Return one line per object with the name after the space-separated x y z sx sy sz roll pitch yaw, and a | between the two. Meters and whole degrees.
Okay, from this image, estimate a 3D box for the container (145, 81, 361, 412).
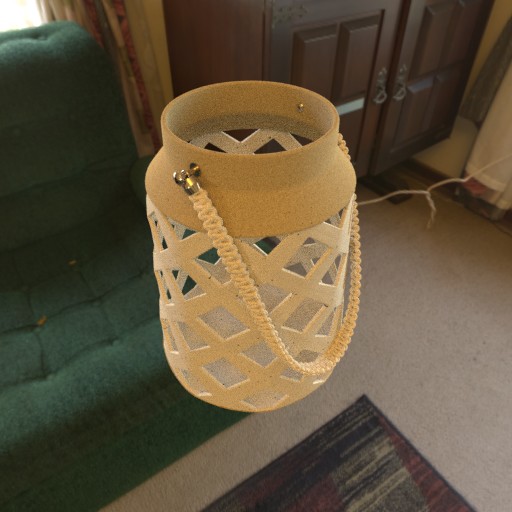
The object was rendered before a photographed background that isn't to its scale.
0.000 0.000 0.345 0.172 0.229 0.163 27 48 27 | container
